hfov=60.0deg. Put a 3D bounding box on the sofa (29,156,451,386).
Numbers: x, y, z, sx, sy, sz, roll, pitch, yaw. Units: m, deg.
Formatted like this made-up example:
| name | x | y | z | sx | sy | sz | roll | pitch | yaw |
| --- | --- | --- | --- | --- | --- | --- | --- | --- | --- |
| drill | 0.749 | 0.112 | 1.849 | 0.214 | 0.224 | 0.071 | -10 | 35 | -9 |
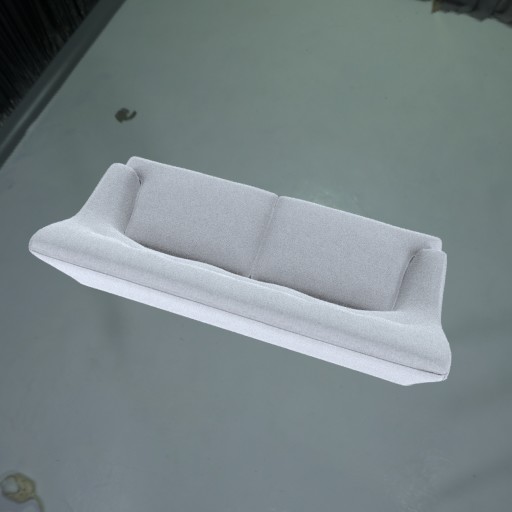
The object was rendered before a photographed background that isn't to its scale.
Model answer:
| name | x | y | z | sx | sy | sz | roll | pitch | yaw |
| --- | --- | --- | --- | --- | --- | --- | --- | --- | --- |
| sofa | 0.000 | 0.000 | 2.522 | 2.057 | 0.871 | 0.978 | 16 | 65 | 8 |
